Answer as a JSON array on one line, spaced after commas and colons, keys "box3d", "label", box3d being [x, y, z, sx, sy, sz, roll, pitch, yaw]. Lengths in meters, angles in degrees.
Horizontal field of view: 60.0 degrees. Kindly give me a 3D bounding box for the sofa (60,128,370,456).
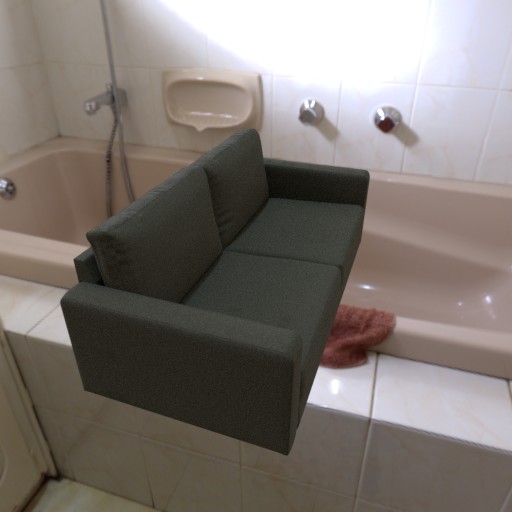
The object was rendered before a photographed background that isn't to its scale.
[{"box3d": [0.000, 0.000, 2.254, 0.889, 0.897, 1.730, 11, 32, 17], "label": "sofa"}]
